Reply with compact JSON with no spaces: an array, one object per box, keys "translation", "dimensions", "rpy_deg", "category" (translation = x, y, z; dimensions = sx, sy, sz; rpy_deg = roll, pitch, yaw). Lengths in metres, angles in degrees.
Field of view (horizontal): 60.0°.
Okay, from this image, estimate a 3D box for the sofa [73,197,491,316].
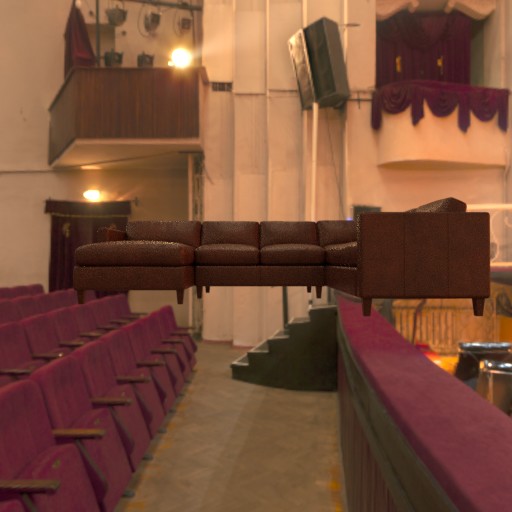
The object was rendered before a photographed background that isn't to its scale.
[{"translation":[0.000,0.000,4.353],"dimensions":[3.324,0.891,2.452],"rpy_deg":[0,-1,0],"category":"sofa"}]
